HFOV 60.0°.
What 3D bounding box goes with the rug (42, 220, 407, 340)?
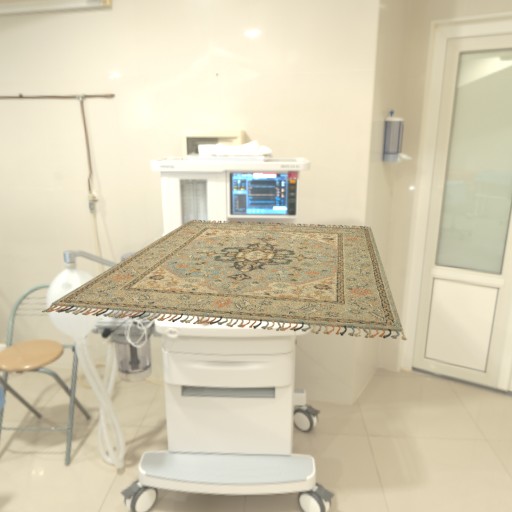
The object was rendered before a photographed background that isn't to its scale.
[{"bbox_3d":[0.000,0.000,2.309,1.278,0.009,1.730,3,16,10],"label":"rug"}]
